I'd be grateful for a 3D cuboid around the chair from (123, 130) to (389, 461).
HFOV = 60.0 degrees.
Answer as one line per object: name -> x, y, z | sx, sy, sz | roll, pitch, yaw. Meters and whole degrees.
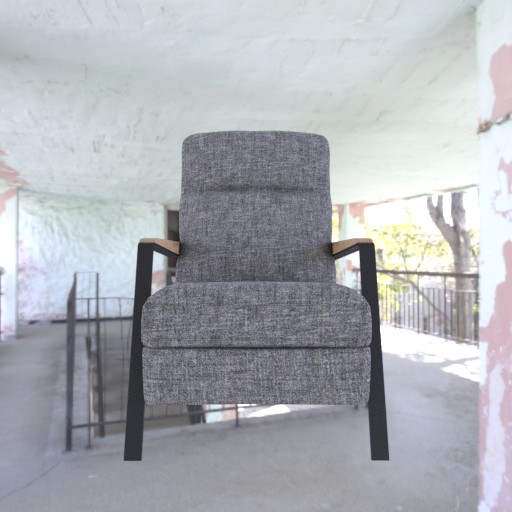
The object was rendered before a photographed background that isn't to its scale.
chair -> 0.000, 0.000, 1.554 | 0.671, 1.042, 0.868 | 0, 0, 0
